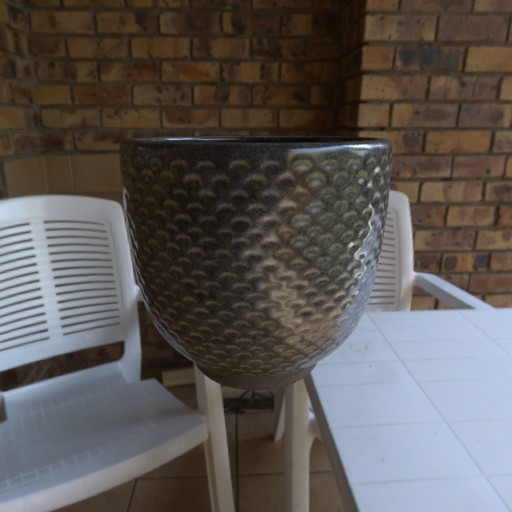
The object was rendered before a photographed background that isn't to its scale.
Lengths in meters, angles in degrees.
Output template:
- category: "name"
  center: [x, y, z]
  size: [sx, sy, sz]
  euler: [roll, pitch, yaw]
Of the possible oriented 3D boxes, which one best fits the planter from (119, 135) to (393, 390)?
- category: "planter"
  center: [0.000, 0.000, 0.311]
  size: [0.172, 0.160, 0.172]
  euler: [0, 16, 0]
